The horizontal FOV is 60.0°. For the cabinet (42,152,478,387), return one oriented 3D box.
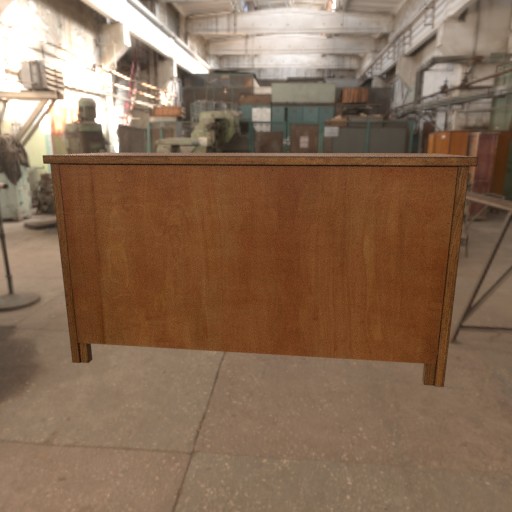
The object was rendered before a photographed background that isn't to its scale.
[{"bbox_3d":[0.000,0.000,1.818,1.474,0.813,0.480,2,14,7],"label":"cabinet"}]
